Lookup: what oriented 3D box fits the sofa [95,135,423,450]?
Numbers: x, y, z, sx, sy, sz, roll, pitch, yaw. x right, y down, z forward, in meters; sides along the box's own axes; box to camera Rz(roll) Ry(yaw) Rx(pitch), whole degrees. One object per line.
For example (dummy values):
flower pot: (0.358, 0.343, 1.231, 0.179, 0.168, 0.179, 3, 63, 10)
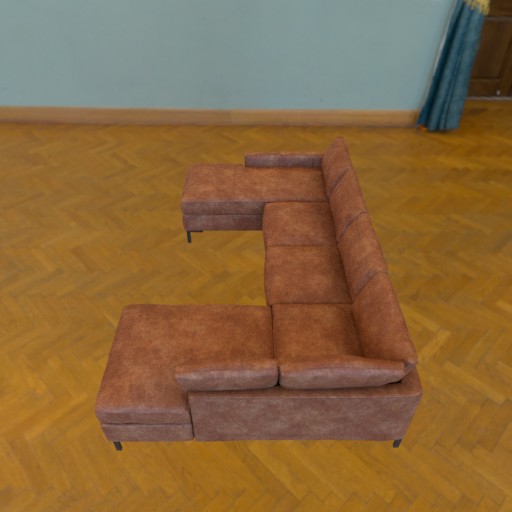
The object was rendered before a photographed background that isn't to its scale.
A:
sofa: (0.000, 0.000, 3.748, 1.939, 0.900, 2.956, 0, 41, 0)
